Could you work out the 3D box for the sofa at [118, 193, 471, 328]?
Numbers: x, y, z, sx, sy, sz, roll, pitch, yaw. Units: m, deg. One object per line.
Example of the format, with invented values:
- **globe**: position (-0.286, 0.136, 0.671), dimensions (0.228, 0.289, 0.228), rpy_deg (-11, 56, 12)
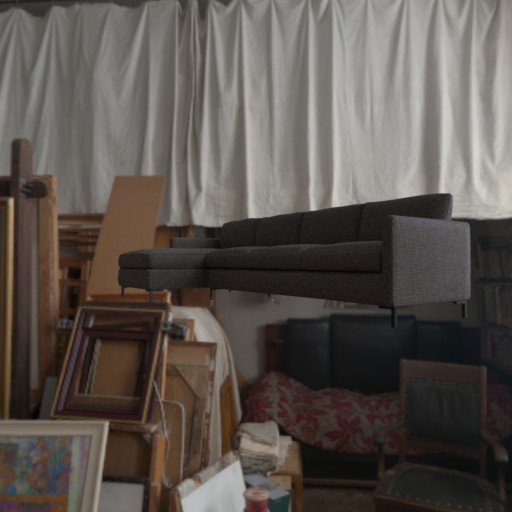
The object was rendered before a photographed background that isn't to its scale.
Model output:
- **sofa**: position (0.000, 0.000, 3.371), dimensions (1.258, 0.754, 2.731), rpy_deg (0, -1, -35)
